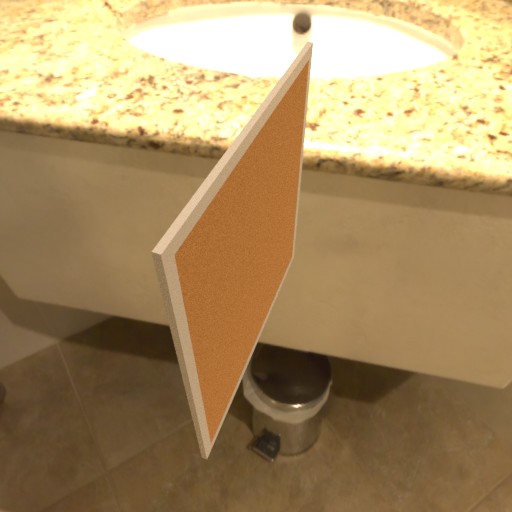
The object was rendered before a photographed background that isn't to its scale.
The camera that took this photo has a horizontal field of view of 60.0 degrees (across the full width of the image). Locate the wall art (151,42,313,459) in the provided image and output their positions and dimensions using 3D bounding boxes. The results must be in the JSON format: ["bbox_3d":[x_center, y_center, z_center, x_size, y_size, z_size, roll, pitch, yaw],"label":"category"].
[{"bbox_3d":[0.000,0.000,0.665,0.009,0.457,0.456,15,48,14],"label":"wall art"}]
